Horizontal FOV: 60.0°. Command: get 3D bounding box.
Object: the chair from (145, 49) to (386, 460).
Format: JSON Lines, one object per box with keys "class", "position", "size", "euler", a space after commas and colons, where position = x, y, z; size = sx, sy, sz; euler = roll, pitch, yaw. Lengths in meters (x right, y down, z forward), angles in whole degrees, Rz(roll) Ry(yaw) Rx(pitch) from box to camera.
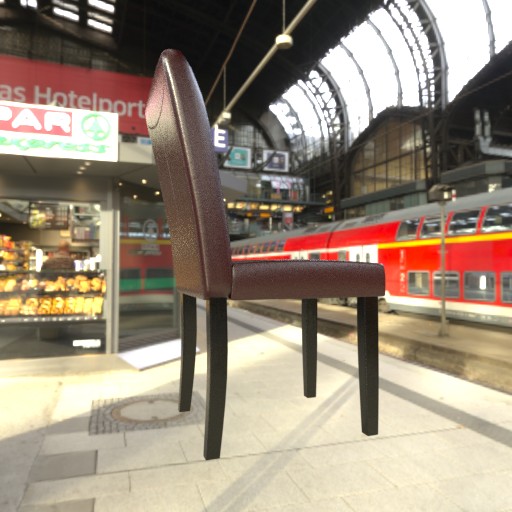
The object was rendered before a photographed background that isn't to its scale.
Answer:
{"class": "chair", "position": [0.000, 0.000, 1.199], "size": [0.556, 0.897, 0.399], "euler": [0, -1, -19]}
